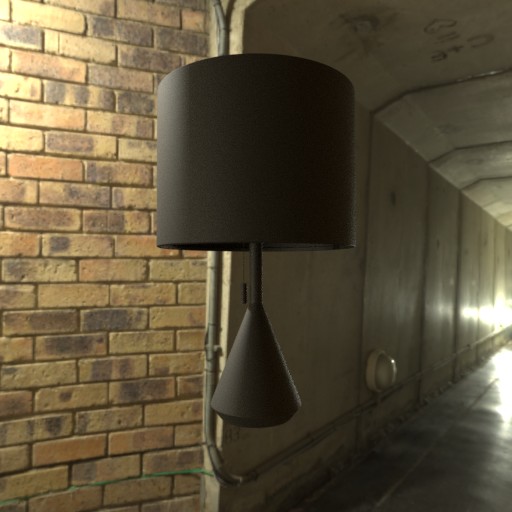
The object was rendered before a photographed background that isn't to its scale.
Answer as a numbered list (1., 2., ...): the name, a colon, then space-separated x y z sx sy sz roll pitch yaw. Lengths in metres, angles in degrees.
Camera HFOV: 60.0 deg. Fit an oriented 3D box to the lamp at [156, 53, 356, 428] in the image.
1. lamp: 0.000 0.000 0.818 0.359 0.584 0.359 0 -2 -1
